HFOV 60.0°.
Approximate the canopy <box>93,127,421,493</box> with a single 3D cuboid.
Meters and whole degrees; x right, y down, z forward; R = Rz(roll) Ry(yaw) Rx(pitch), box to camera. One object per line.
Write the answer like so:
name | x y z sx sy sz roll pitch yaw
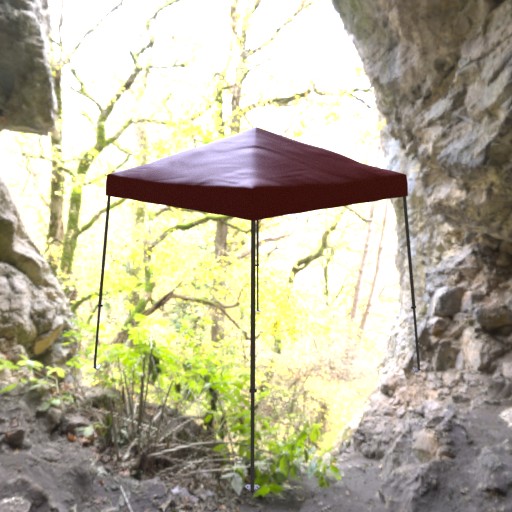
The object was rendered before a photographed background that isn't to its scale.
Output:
canopy | 0.000 0.000 5.098 2.848 2.849 2.849 -13 19 -43
